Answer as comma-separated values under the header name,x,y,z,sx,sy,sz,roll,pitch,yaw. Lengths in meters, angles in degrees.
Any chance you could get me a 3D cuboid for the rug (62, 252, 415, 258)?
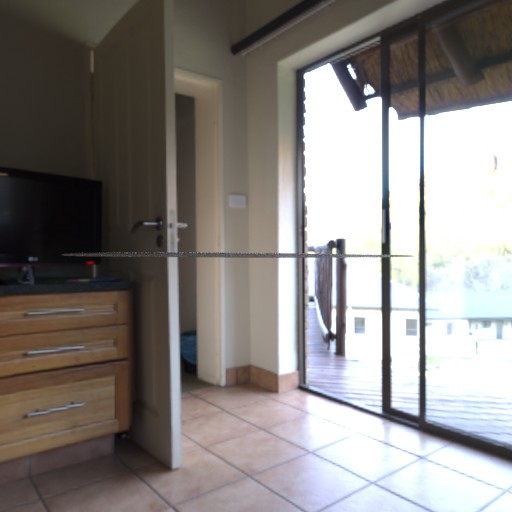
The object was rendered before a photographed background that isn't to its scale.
name,x,y,z,sx,sy,sz,roll,pitch,yaw
rug,0.000,0.000,2.999,2.432,0.006,1.520,1,-1,-36
